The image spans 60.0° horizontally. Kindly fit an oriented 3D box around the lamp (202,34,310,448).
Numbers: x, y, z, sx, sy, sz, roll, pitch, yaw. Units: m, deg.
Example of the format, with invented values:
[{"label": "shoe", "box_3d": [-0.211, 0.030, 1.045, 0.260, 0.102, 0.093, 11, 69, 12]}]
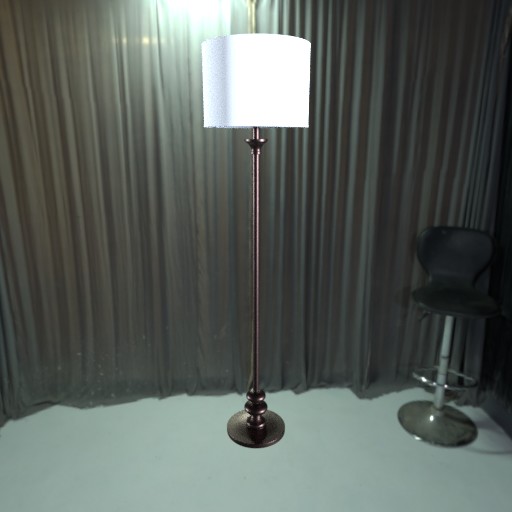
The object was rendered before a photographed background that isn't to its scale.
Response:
[{"label": "lamp", "box_3d": [0.000, 0.000, 1.647, 0.356, 1.487, 0.356, -2, 15, -8]}]
